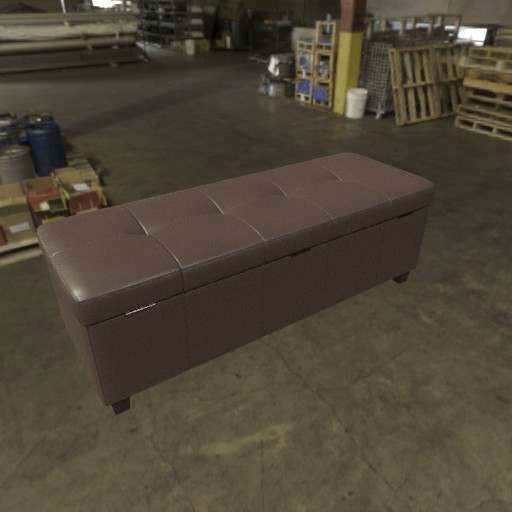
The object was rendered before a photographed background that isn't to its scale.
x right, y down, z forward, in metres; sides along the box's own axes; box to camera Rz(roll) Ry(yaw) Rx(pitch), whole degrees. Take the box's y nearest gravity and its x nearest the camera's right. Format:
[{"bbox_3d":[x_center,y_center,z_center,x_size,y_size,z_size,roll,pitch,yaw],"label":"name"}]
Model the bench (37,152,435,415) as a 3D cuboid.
[{"bbox_3d":[0.000,0.000,1.475,1.219,0.417,0.450,-19,36,-28],"label":"bench"}]
